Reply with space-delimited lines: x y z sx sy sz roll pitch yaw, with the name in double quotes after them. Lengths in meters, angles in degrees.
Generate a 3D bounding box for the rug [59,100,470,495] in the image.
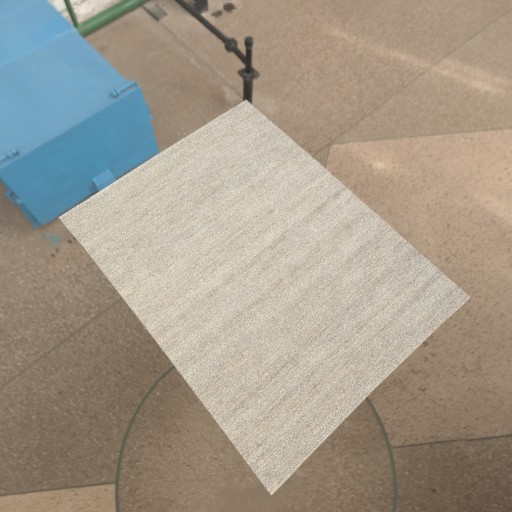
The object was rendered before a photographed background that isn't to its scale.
0.000 0.000 4.769 2.757 0.051 3.626 -37 70 -16 "rug"
